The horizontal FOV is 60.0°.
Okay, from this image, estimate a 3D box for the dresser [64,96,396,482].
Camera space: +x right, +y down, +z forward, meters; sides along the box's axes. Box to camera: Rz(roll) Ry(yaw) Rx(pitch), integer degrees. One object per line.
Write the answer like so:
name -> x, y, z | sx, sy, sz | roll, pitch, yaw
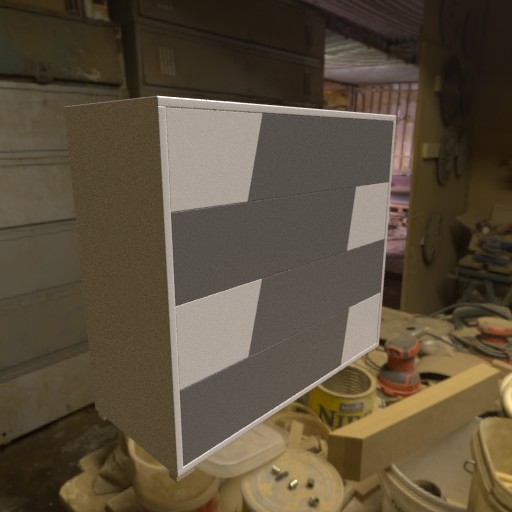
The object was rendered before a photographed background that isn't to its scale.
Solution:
dresser -> 0.000, 0.000, 1.615 | 0.460, 1.000, 1.100 | 14, 20, 42
